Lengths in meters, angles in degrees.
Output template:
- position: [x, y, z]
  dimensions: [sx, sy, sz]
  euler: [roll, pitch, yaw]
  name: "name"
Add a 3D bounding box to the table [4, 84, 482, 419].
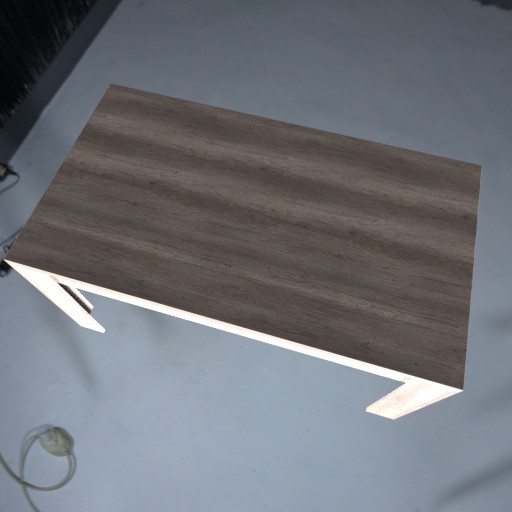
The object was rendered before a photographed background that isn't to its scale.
- position: [0.000, 0.000, 2.009]
  dimensions: [1.600, 0.775, 0.900]
  euler: [15, 64, 7]
  name: "table"
